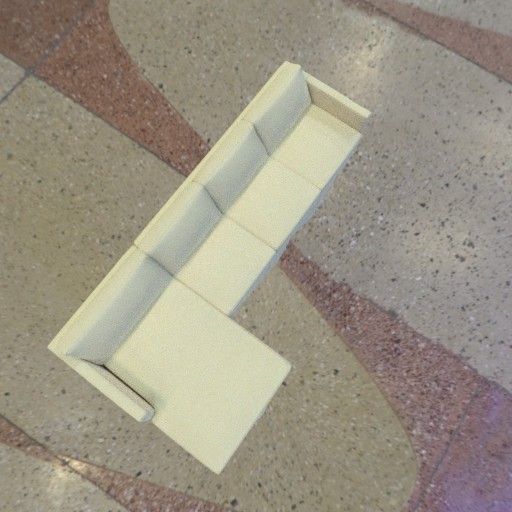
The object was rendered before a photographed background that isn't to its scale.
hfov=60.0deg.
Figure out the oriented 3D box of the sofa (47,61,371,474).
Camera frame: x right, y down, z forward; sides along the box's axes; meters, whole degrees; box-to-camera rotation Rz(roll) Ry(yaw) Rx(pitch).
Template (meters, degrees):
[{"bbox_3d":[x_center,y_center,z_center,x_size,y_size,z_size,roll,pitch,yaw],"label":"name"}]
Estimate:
[{"bbox_3d":[0.000,0.000,3.820,1.650,0.922,3.205,35,78,9],"label":"sofa"}]
